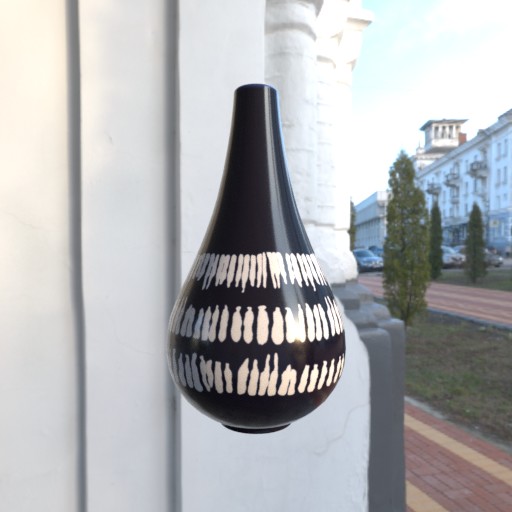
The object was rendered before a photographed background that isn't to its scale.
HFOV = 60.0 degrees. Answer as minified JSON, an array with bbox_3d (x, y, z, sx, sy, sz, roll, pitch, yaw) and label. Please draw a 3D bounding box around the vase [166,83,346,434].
[{"bbox_3d":[0.000,0.000,0.397,0.159,0.295,0.159,0,1,0],"label":"vase"}]
